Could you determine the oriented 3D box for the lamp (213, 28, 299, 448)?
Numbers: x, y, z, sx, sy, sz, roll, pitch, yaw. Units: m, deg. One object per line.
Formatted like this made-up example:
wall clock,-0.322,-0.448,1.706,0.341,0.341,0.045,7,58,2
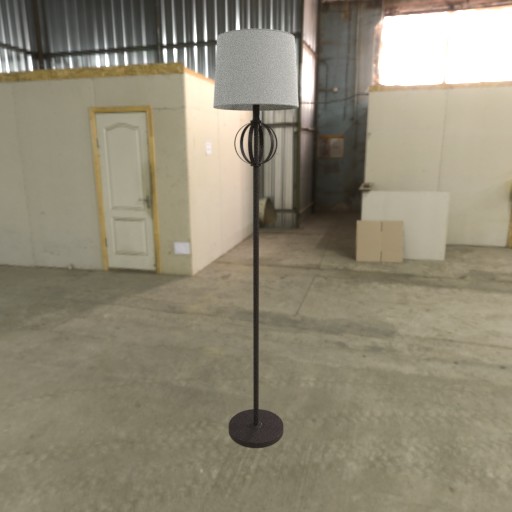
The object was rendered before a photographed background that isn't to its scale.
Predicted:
lamp,0.000,0.000,1.623,0.286,1.462,0.286,13,19,42
